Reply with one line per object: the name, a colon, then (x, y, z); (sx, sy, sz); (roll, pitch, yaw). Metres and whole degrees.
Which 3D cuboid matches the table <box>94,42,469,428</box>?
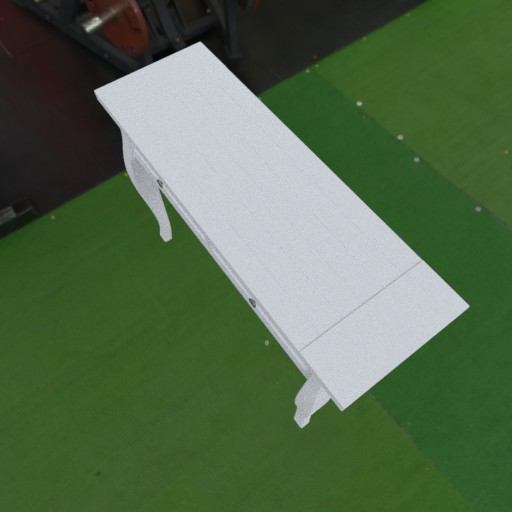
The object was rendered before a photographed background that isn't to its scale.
table: (0.000, 0.000, 1.437); (0.373, 0.768, 1.062); (-33, 67, -16)
